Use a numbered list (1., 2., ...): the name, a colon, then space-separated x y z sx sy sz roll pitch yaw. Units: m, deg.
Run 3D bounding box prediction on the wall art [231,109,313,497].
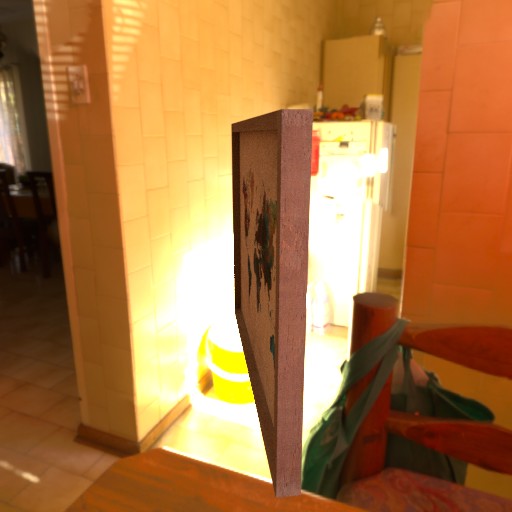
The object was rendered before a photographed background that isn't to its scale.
1. wall art: 0.000 0.000 1.713 0.070 1.009 1.320 -2 15 -7
